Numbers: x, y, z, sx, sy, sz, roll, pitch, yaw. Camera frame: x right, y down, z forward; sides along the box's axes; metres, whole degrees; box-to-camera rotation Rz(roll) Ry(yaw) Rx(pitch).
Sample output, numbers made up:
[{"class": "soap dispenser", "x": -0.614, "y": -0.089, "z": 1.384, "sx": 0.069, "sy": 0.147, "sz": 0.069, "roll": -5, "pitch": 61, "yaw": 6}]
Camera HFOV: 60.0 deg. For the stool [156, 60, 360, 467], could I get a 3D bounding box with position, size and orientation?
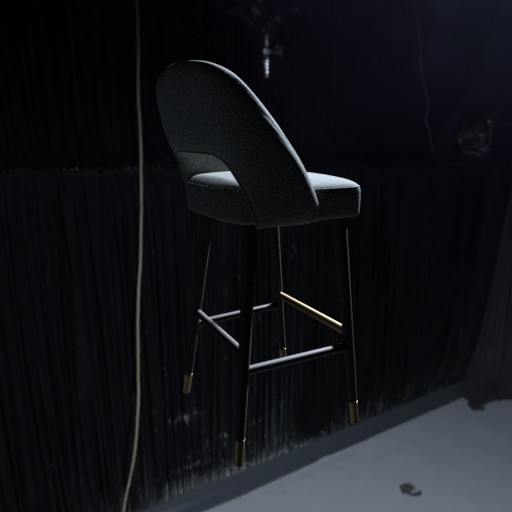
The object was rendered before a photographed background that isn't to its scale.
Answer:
[{"class": "stool", "x": 0.000, "y": 0.000, "z": 1.396, "sx": 0.524, "sy": 1.089, "sz": 0.536, "roll": -8, "pitch": 16, "yaw": -28}]
